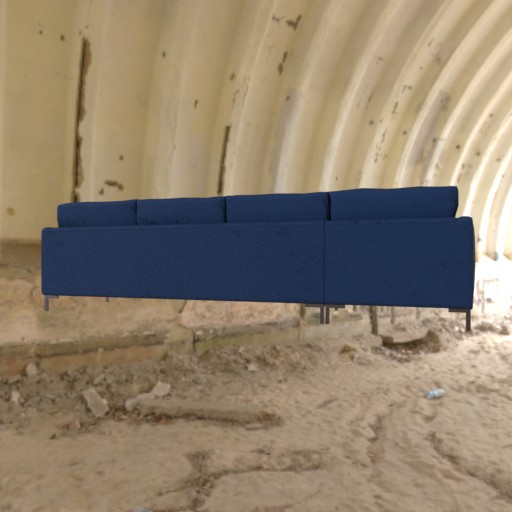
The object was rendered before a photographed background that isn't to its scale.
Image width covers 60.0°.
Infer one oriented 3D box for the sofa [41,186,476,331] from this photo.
[{"bbox_3d":[0.000,0.000,2.866,2.450,0.679,1.128,0,0,18],"label":"sofa"}]
